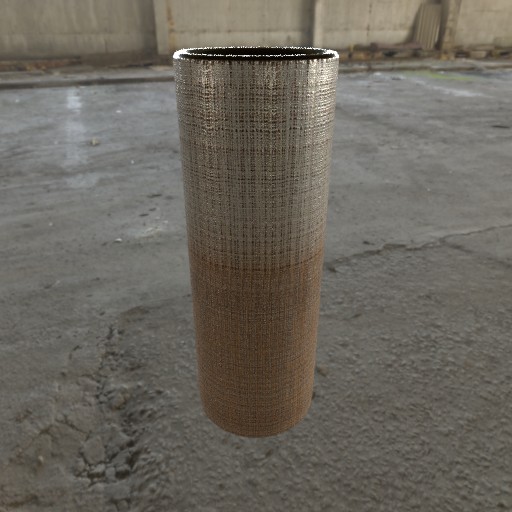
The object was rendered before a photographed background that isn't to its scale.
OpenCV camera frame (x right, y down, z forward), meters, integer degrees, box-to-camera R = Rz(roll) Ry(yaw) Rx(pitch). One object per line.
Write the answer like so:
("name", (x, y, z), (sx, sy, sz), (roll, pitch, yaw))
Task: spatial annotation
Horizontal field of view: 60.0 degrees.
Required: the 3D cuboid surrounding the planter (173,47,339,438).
("planter", (0.000, 0.000, 0.330), (0.099, 0.278, 0.099), (-10, 29, -18))
